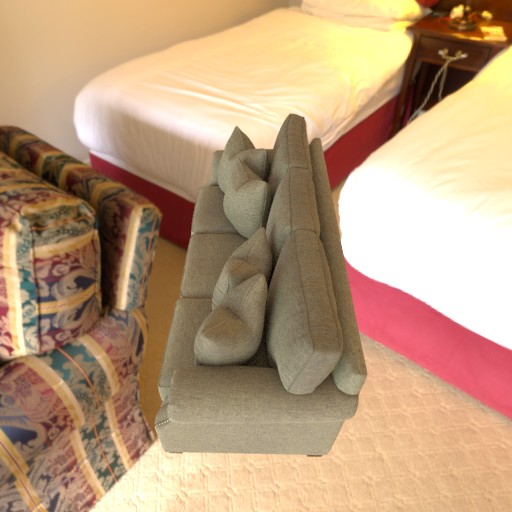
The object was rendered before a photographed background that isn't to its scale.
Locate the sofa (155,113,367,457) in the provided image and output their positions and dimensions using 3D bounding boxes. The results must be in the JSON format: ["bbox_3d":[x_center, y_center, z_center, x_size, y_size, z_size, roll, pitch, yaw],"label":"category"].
[{"bbox_3d":[0.000,0.000,2.822,0.965,0.975,2.312,1,41,1],"label":"sofa"}]
